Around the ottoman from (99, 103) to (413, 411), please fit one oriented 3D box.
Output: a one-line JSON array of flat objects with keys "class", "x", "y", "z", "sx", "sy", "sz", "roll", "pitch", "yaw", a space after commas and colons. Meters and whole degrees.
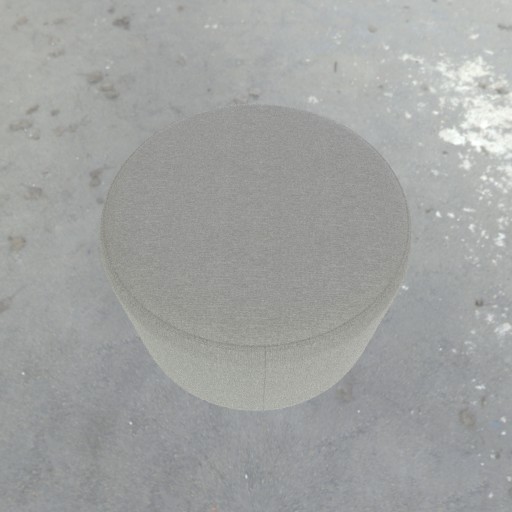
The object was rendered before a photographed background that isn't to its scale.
[{"class": "ottoman", "x": 0.000, "y": 0.000, "z": 1.003, "sx": 0.608, "sy": 0.433, "sz": 0.608, "roll": 0, "pitch": 58, "yaw": 0}]
